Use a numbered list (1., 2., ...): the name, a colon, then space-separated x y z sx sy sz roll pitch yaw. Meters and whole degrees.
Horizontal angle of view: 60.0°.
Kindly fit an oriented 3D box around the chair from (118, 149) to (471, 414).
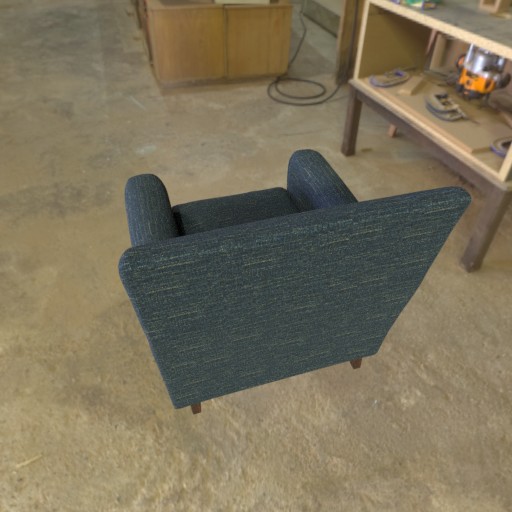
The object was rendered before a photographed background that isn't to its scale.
1. chair: 0.000 0.000 1.608 0.864 0.928 0.873 -12 44 -13
